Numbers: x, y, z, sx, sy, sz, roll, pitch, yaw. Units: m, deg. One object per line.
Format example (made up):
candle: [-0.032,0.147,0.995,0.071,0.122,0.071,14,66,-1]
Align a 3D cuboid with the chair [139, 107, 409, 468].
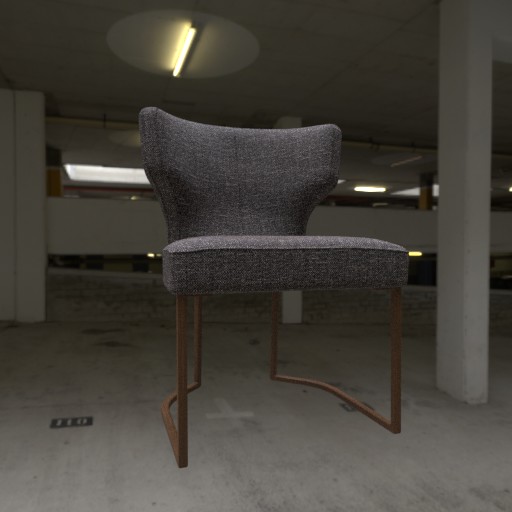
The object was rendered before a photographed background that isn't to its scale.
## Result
chair: [0.000,0.000,1.220,0.611,0.824,0.617,0,1,-19]
